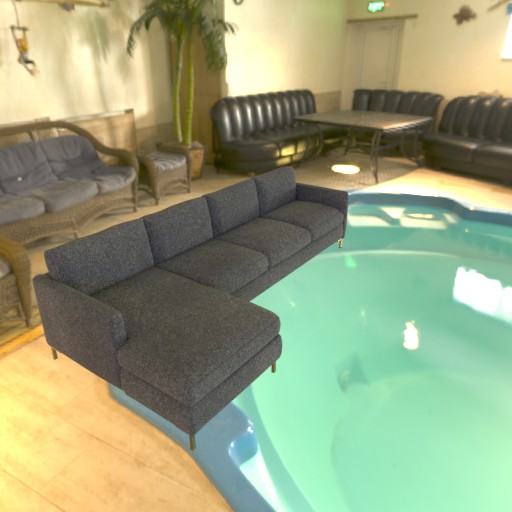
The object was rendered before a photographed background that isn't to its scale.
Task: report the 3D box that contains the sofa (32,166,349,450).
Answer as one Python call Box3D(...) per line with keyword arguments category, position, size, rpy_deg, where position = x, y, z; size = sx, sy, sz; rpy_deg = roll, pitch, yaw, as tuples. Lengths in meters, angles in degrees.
Box3D(category="sofa", position=(0.000, 0.000, 3.500), size=(1.350, 0.810, 2.932), rpy_deg=(17, 29, 32))
